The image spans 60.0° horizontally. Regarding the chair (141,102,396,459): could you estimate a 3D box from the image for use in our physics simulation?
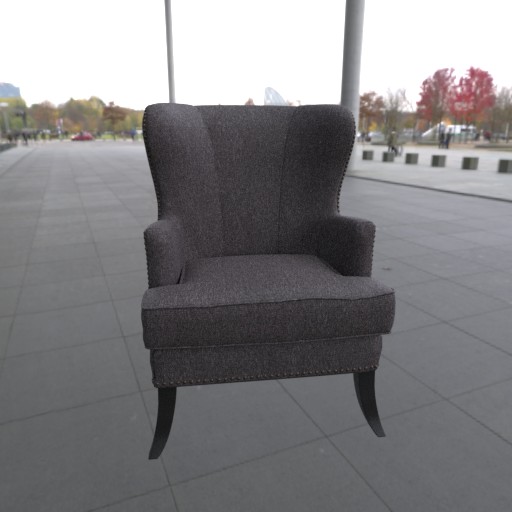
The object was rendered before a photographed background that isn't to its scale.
[{"bbox_3d":[0.000,0.000,1.585,0.759,1.060,0.758,-2,16,-8],"label":"chair"}]
